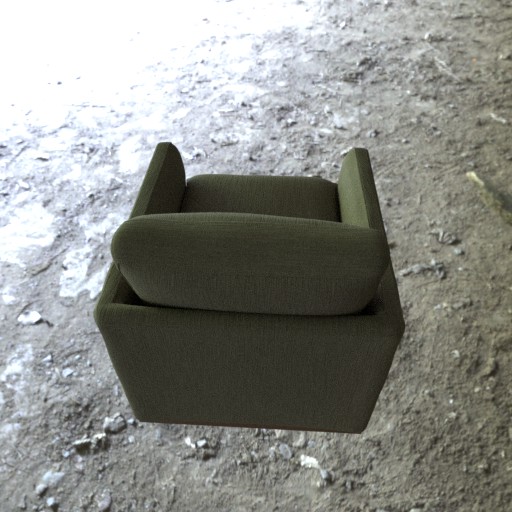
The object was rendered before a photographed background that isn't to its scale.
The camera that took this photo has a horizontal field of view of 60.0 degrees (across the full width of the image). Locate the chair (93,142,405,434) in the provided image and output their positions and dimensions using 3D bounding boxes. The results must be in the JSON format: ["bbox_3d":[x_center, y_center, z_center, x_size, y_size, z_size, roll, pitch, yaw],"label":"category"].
[{"bbox_3d":[0.000,0.000,1.453,0.763,0.811,0.834,2,45,2],"label":"chair"}]
